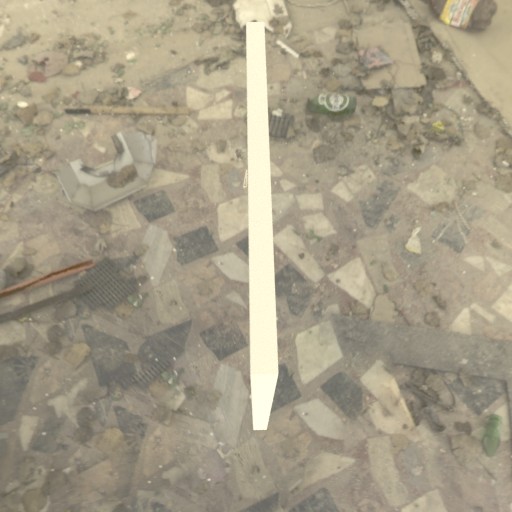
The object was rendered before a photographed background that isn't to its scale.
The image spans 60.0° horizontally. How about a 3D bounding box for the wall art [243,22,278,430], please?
[{"bbox_3d":[0.000,0.000,1.135,0.050,0.762,0.761,-1,63,0],"label":"wall art"}]
